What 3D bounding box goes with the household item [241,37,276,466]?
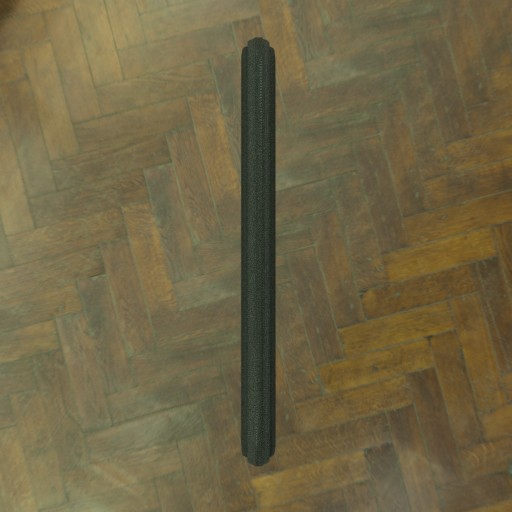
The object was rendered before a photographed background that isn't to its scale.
[{"bbox_3d":[0.000,0.000,0.515,0.030,0.305,0.396,0,89,-1],"label":"household item"}]
